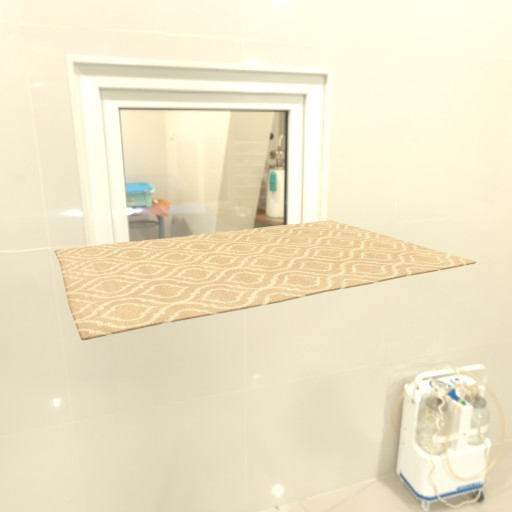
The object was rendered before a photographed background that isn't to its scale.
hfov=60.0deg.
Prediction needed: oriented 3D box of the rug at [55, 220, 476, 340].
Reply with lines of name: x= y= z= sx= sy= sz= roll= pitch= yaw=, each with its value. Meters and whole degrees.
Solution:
rug: x=0.000 y=0.000 z=2.182 sx=1.761 sy=0.013 sz=1.152 roll=-8 pitch=18 yaw=-26
